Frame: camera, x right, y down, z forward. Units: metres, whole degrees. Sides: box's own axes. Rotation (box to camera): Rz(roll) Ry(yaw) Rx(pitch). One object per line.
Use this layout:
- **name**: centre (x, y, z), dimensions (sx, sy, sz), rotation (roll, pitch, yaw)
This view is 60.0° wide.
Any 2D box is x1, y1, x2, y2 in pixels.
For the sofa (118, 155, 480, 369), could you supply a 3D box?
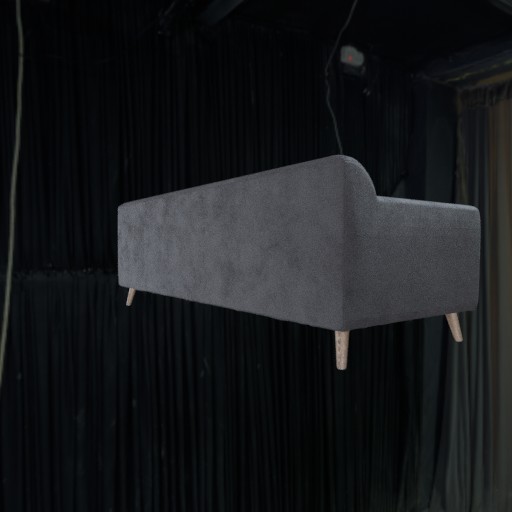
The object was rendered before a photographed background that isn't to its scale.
- **sofa**: centre (0.000, 0.000, 2.592), dimensions (0.900, 0.740, 2.190), rotation (-1, 1, -36)
